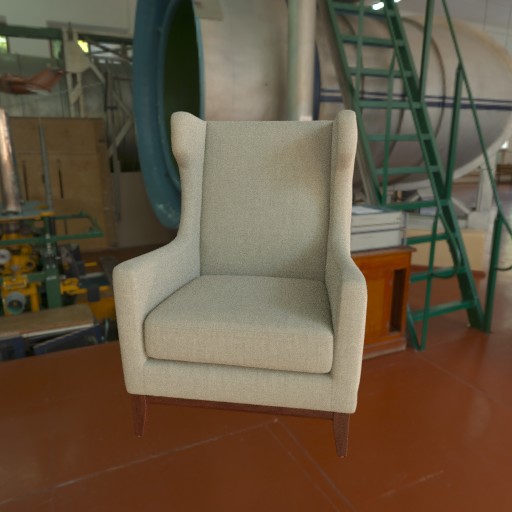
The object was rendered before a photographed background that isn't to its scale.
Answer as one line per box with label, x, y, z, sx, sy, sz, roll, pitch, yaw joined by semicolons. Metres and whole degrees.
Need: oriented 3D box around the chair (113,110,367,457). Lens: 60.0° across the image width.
chair;0.000;0.000;1.701;0.778;1.079;0.899;2;15;8
